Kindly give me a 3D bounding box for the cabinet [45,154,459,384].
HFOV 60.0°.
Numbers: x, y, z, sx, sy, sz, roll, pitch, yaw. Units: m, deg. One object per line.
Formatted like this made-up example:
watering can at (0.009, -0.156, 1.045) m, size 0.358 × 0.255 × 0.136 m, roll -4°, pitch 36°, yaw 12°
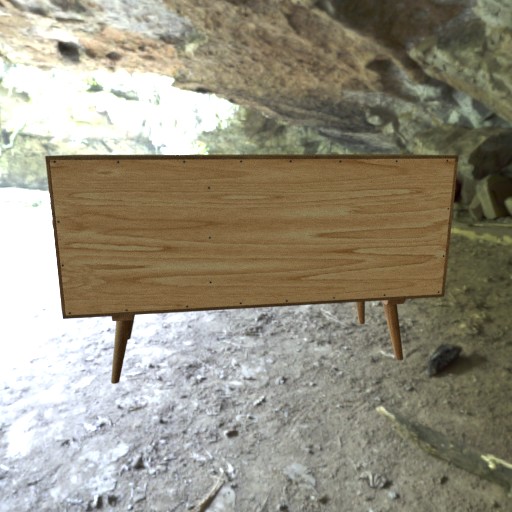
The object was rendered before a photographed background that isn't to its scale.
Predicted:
cabinet at (0.000, 0.000, 1.798) m, size 1.400 × 0.800 × 0.472 m, roll -2°, pitch 14°, yaw -9°
